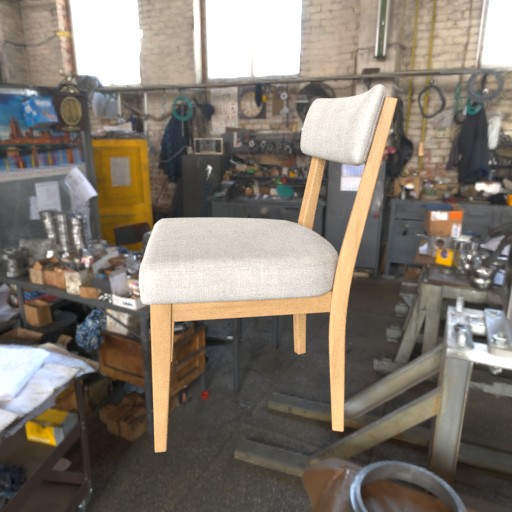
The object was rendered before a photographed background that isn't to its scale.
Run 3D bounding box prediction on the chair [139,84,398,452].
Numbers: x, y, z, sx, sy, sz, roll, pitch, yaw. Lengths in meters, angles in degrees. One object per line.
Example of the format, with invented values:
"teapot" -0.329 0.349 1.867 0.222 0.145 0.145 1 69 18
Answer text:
"chair" 0.000 0.000 1.194 0.572 0.832 0.508 -2 16 -8
